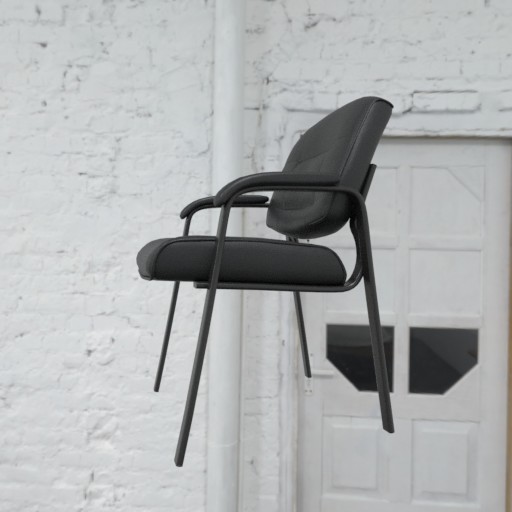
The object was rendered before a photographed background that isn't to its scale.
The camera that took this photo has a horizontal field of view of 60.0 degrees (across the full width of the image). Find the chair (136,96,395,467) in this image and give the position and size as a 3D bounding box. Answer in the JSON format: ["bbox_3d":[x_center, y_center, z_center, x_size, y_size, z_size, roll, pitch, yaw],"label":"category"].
[{"bbox_3d":[0.000,0.000,1.303,0.668,0.910,0.591,-1,2,-18],"label":"chair"}]
